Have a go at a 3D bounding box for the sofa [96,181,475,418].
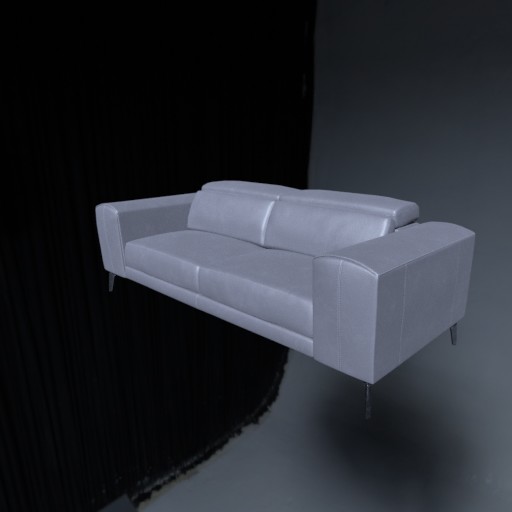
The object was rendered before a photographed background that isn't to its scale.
[{"bbox_3d":[0.000,0.000,2.859,2.330,0.814,1.048,15,21,43],"label":"sofa"}]
